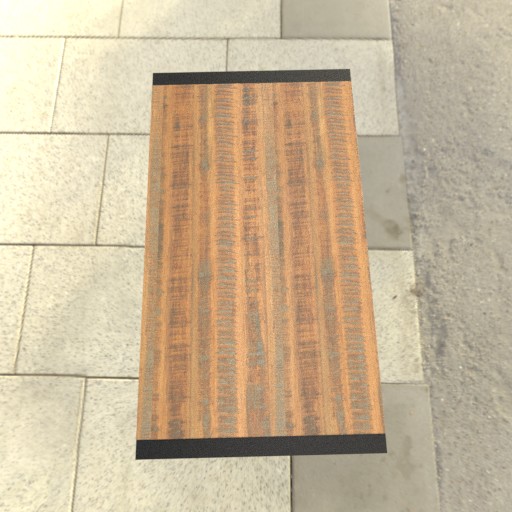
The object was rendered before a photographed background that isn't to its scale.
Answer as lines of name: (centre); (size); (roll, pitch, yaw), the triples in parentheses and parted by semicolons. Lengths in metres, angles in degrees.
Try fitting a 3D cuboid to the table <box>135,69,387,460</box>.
table: (0.000, 0.000, 1.691); (0.750, 0.400, 1.350); (-1, 74, 0)
